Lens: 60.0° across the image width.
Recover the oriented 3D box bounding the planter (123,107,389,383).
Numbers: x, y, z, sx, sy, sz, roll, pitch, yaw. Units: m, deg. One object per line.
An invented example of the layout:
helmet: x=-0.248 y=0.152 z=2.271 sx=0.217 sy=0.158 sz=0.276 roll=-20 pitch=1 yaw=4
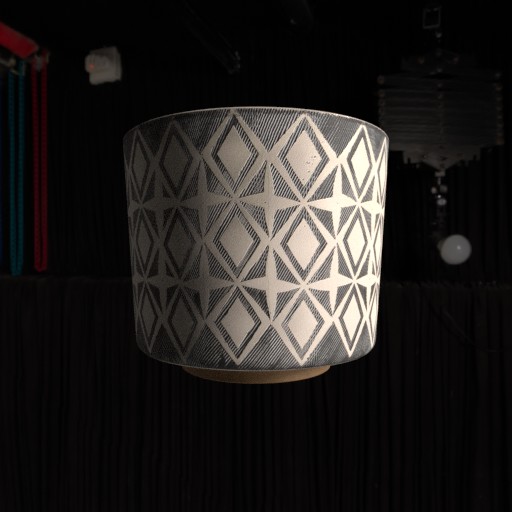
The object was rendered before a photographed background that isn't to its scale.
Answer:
planter: x=0.000 y=0.000 z=0.454 sx=0.260 sy=0.220 sz=0.260 roll=0 pitch=0 yaw=0
